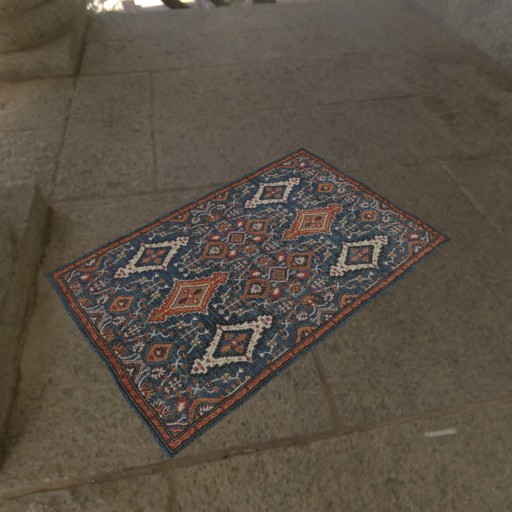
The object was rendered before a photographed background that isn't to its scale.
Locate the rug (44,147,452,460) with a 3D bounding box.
[{"bbox_3d":[0.000,0.000,4.291,3.371,0.008,2.190,-31,54,-26],"label":"rug"}]
